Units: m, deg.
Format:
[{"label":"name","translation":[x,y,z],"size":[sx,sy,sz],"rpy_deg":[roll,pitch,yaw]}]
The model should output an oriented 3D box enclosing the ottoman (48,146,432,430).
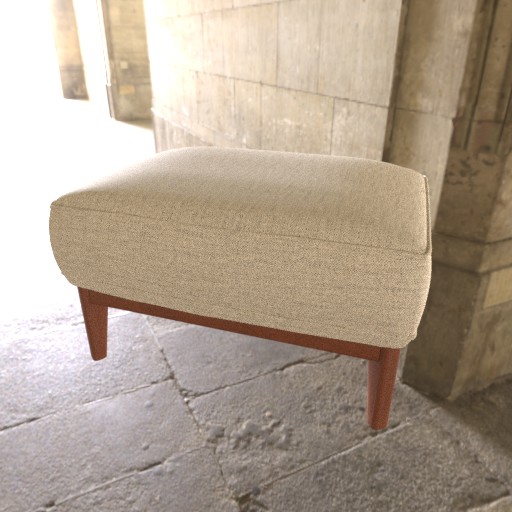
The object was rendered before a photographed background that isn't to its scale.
[{"label":"ottoman","translation":[0.000,0.000,1.124],"size":[0.794,0.465,0.594],"rpy_deg":[8,27,17]}]
